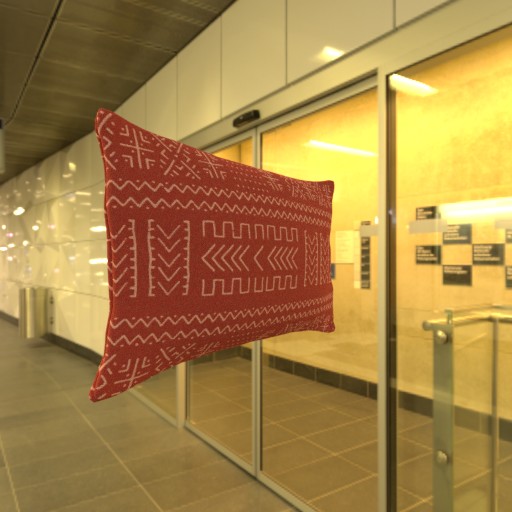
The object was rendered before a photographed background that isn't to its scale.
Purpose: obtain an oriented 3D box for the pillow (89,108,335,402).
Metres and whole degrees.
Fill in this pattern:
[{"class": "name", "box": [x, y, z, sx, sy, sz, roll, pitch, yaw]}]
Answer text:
[{"class": "pillow", "box": [0.000, 0.000, 0.778, 0.130, 0.352, 0.640, 0, 0, 36]}]
